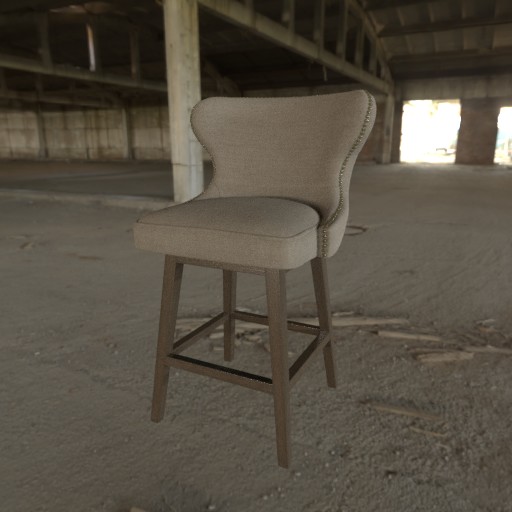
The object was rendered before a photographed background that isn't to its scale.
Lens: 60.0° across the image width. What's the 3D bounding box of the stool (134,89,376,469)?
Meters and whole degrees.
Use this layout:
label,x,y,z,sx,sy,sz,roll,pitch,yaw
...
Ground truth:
label,x,y,z,sx,sy,sz,roll,pitch,yaw
stool,0.000,0.000,1.356,0.615,0.972,0.597,7,16,26
